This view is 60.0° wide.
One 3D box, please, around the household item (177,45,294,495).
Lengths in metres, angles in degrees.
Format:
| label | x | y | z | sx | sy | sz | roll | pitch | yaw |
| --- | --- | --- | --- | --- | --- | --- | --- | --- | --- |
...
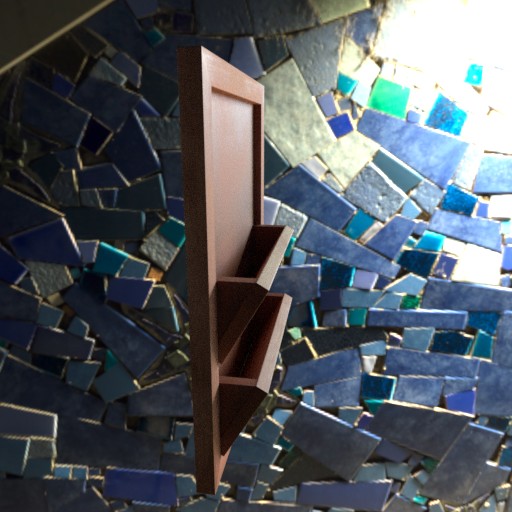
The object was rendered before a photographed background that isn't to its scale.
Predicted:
| label | x | y | z | sx | sy | sz | roll | pitch | yaw |
| --- | --- | --- | --- | --- | --- | --- | --- | --- | --- |
| household item | 0.000 | 0.000 | 0.526 | 0.067 | 0.407 | 0.310 | 3 | 16 | 9 |
